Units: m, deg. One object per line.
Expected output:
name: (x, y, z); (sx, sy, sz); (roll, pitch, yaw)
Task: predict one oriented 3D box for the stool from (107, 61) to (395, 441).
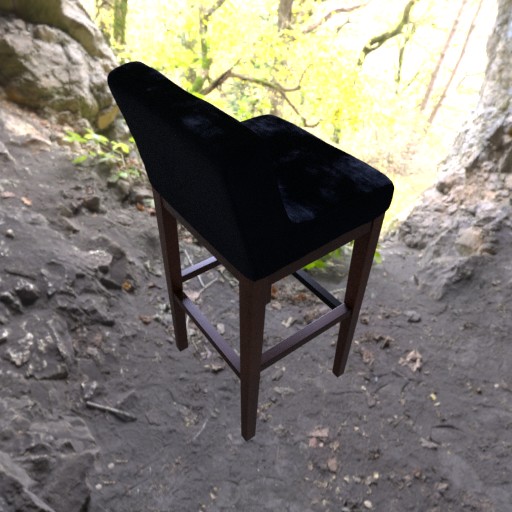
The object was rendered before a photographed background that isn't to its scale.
stool: (0.000, 0.000, 1.287); (0.500, 1.037, 0.511); (-26, 47, -26)
